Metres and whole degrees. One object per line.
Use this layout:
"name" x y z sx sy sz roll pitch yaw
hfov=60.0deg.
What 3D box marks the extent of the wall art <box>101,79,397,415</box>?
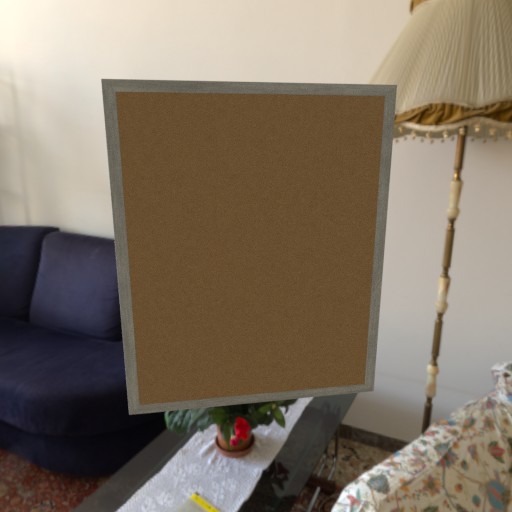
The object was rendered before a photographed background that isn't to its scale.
"wall art" 0.000 0.000 0.794 0.479 0.582 0.022 -2 15 -9
